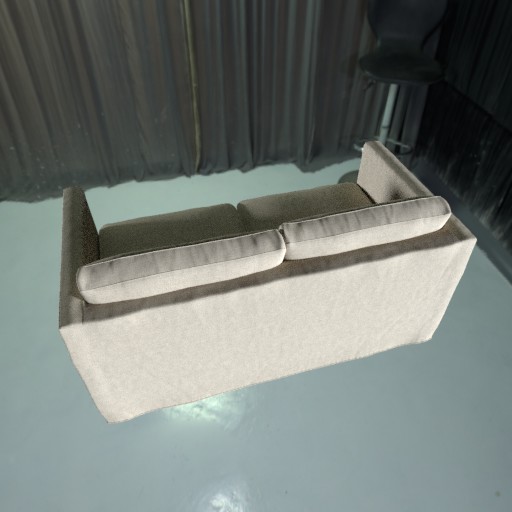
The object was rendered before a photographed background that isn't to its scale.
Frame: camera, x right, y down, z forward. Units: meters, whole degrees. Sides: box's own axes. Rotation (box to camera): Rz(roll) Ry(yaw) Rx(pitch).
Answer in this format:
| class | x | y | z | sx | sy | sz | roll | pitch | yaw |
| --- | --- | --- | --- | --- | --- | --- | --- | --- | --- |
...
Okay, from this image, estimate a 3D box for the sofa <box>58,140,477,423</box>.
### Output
| class | x | y | z | sx | sy | sz | roll | pitch | yaw |
| --- | --- | --- | --- | --- | --- | --- | --- | --- | --- |
| sofa | 0.000 | 0.000 | 2.255 | 1.766 | 0.828 | 0.956 | -11 | 44 | -12 |
